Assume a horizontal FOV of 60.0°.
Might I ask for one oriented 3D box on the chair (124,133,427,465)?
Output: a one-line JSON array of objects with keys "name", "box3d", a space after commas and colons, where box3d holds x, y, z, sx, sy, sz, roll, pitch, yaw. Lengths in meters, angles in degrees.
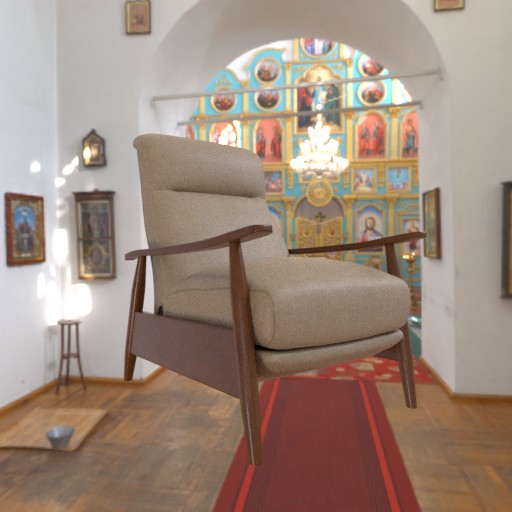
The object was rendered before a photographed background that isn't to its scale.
[{"name": "chair", "box3d": [0.000, 0.000, 1.758, 0.762, 1.082, 1.030, -1, 1, -37]}]
